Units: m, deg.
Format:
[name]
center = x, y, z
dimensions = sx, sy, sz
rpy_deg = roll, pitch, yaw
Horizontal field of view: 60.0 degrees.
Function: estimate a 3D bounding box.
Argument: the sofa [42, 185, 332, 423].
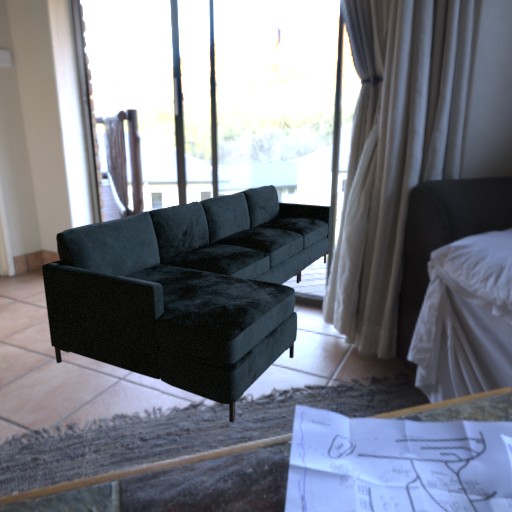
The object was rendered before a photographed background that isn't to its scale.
[sofa]
center = 0.000, 0.000, 4.094
dimensions = 1.500, 0.967, 3.400
rpy_deg = 8, 17, 27
